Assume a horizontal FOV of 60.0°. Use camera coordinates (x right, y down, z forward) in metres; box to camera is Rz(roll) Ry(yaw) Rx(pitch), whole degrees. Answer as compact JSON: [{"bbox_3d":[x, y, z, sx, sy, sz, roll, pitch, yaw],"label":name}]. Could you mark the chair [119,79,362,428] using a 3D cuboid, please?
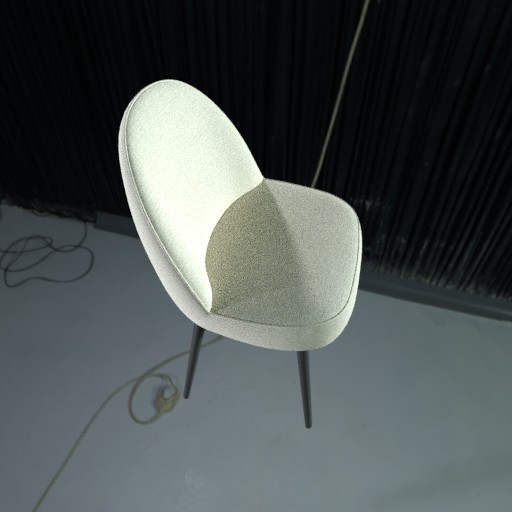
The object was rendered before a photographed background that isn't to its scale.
[{"bbox_3d":[0.000,0.000,1.172,0.540,0.838,0.532,10,47,10],"label":"chair"}]
